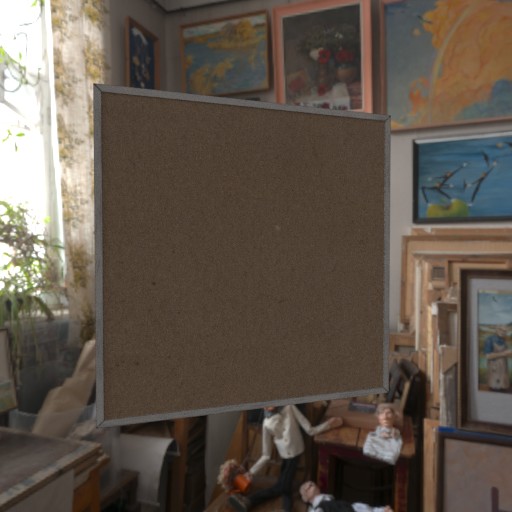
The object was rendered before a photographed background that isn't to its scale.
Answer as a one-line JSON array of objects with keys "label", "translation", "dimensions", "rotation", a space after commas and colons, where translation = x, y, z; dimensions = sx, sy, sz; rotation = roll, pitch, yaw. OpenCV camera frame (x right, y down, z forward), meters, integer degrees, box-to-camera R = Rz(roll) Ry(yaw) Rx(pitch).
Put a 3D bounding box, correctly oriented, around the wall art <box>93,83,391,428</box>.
[{"label": "wall art", "translation": [0.000, 0.000, 1.115], "dimensions": [0.762, 0.762, 0.038], "rotation": [0, 1, -18]}]
